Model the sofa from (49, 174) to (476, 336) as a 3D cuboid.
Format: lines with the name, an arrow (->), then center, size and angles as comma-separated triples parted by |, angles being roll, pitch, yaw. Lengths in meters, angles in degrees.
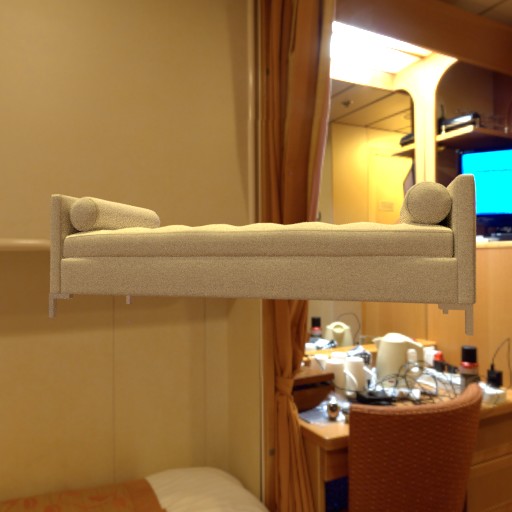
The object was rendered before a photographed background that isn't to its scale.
sofa -> 0.000, 0.000, 2.446 | 2.102, 0.655, 0.797 | 0, -1, 16
